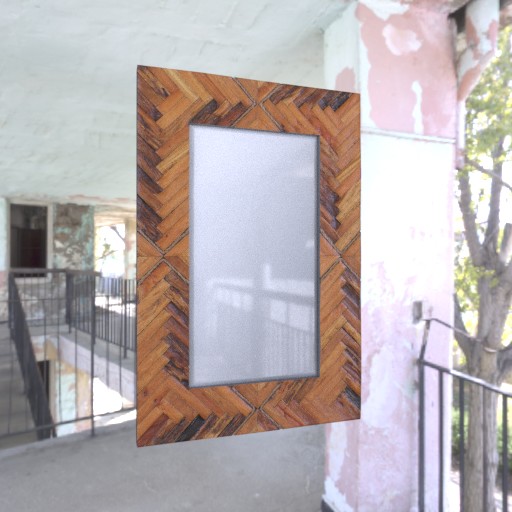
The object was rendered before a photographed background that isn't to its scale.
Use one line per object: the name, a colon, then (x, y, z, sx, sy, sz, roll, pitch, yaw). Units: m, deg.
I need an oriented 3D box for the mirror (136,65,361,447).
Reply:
mirror: (0.000, 0.000, 1.165, 0.606, 0.912, 0.044, 0, 0, -18)
